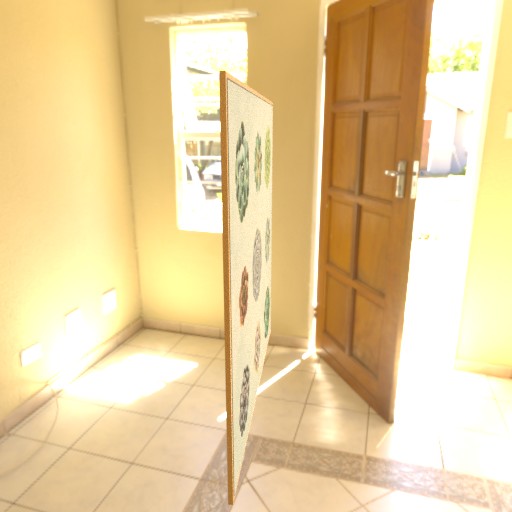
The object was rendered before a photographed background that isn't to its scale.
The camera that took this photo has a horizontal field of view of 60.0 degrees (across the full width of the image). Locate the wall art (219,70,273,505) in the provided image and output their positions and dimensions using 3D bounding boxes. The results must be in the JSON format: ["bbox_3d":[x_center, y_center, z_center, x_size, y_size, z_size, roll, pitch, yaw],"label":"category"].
[{"bbox_3d":[0.000,0.000,1.382,0.013,0.959,0.962,2,16,7],"label":"wall art"}]
